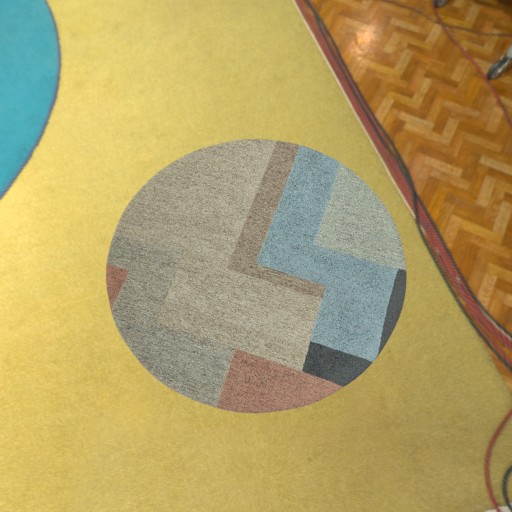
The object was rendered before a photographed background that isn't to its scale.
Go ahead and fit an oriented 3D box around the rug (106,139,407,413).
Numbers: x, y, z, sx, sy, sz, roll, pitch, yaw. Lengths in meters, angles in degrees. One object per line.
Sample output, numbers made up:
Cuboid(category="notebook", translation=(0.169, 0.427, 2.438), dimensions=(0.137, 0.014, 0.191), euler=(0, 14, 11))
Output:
Cuboid(category="rug", translation=(0.000, 0.000, 3.664), dimensions=(2.461, 0.033, 2.461), euler=(0, 64, 0))
